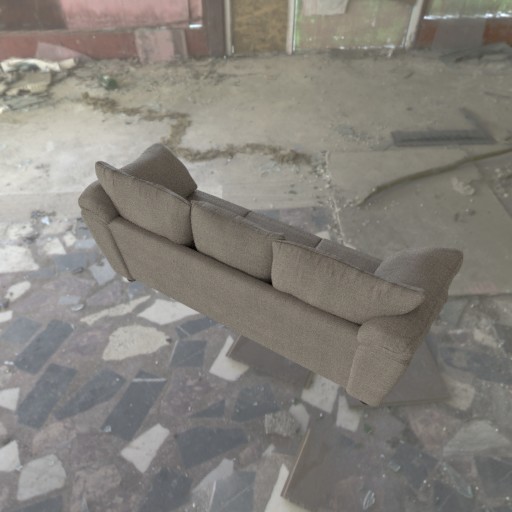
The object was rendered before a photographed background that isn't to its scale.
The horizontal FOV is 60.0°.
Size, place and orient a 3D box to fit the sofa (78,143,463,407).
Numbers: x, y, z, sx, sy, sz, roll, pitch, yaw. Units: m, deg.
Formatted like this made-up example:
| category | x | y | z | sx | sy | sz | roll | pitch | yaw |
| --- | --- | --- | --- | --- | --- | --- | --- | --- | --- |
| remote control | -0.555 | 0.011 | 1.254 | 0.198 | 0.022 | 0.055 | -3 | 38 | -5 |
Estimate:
| category | x | y | z | sx | sy | sz | roll | pitch | yaw |
| --- | --- | --- | --- | --- | --- | --- | --- | --- | --- |
| sofa | 0.000 | 0.000 | 2.926 | 2.334 | 0.996 | 0.878 | 23 | 49 | 22 |
